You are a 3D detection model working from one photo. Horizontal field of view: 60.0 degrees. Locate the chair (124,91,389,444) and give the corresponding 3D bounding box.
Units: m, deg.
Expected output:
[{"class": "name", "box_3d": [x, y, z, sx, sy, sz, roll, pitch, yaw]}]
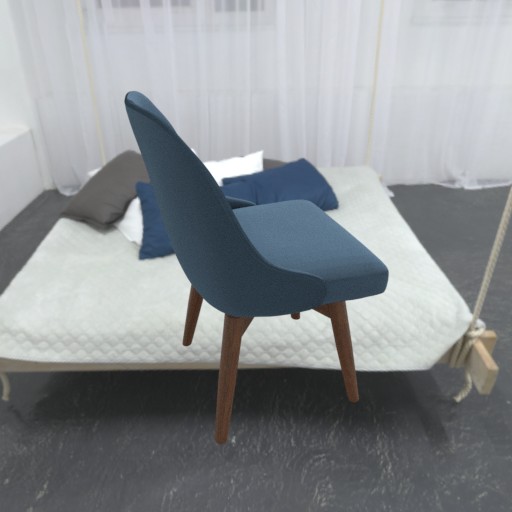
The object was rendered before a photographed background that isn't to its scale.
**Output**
[{"class": "chair", "box_3d": [0.000, 0.000, 1.242, 0.589, 0.882, 0.503, -11, 32, -17]}]
